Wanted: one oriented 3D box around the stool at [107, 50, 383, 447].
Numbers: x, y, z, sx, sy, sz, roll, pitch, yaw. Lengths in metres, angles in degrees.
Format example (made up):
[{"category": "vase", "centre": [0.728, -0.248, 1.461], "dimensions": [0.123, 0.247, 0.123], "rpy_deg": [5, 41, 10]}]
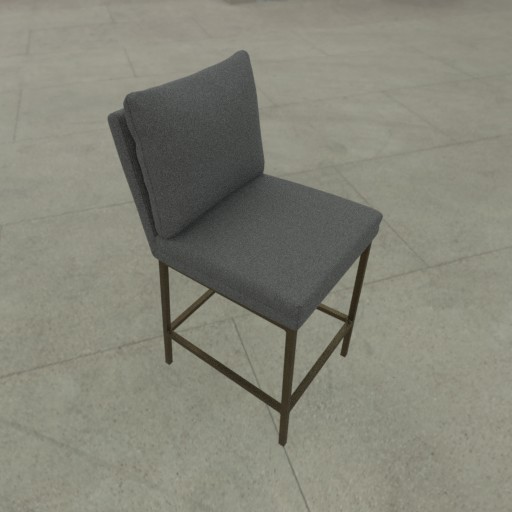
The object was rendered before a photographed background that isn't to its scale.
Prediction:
[{"category": "stool", "centre": [0.000, 0.000, 1.331], "dimensions": [0.569, 1.030, 0.463], "rpy_deg": [25, 47, 26]}]
